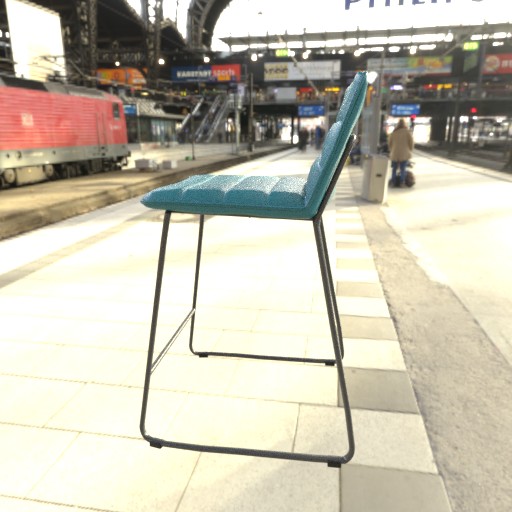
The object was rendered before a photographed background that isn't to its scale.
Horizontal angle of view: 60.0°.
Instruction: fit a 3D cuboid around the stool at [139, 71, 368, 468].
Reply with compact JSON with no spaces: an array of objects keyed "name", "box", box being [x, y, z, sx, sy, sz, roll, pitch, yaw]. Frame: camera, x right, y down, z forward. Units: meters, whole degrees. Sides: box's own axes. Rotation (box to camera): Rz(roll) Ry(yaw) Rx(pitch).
[{"name":"stool","box":[0.000,0.000,1.169,0.524,0.866,0.489,2,16,8]}]
